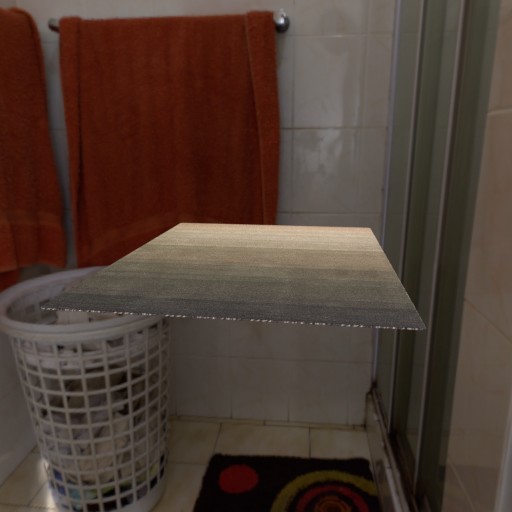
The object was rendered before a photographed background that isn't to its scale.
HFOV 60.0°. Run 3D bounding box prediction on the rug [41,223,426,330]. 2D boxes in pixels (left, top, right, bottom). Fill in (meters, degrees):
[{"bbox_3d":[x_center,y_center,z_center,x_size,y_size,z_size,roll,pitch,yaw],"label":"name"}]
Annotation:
[{"bbox_3d":[0.000,0.000,3.970,2.305,0.017,2.902,2,15,8],"label":"rug"}]
